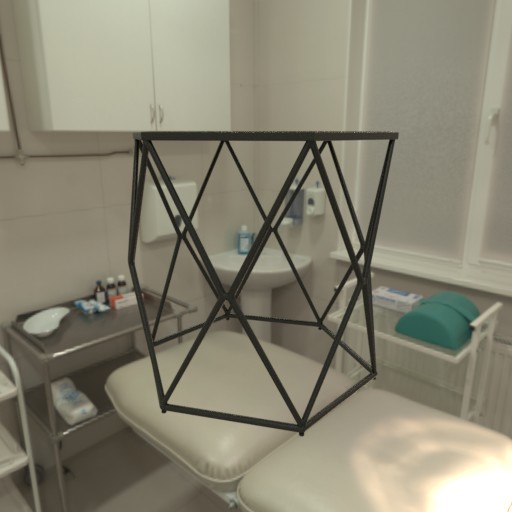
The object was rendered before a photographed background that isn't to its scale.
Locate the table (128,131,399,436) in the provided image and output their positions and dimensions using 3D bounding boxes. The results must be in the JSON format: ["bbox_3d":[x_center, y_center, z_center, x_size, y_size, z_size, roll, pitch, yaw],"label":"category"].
[{"bbox_3d":[0.000,0.000,1.044,0.579,0.564,0.578,14,21,41],"label":"table"}]
